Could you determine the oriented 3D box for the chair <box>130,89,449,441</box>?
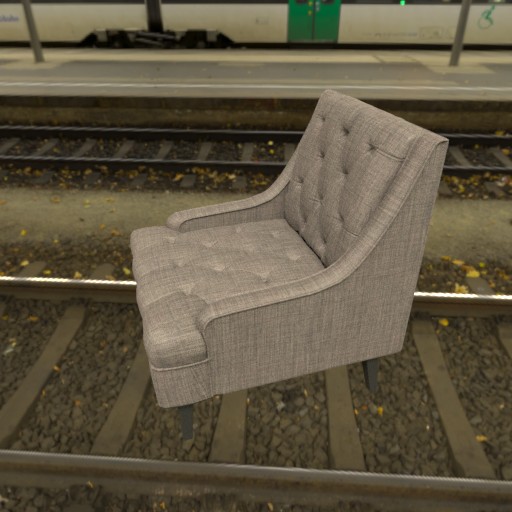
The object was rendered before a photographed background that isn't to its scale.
[{"bbox_3d":[0.000,0.000,1.425,0.771,0.891,0.655,-9,32,-15],"label":"chair"}]
